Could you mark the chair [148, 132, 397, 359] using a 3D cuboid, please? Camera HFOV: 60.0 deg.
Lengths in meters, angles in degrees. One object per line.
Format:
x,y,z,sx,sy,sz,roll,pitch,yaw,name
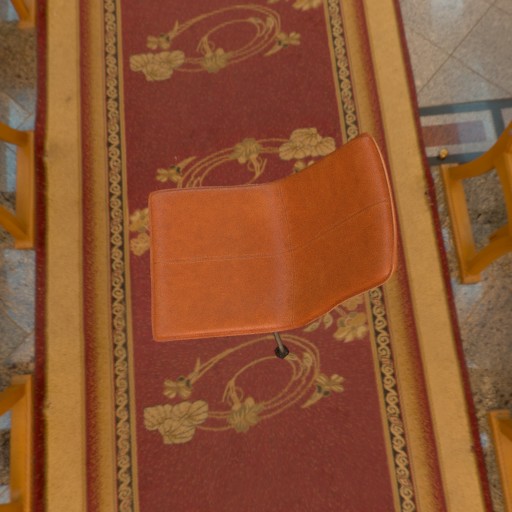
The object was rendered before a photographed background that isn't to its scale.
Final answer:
0.000,0.000,1.397,0.660,0.920,0.651,-5,77,-1,chair
